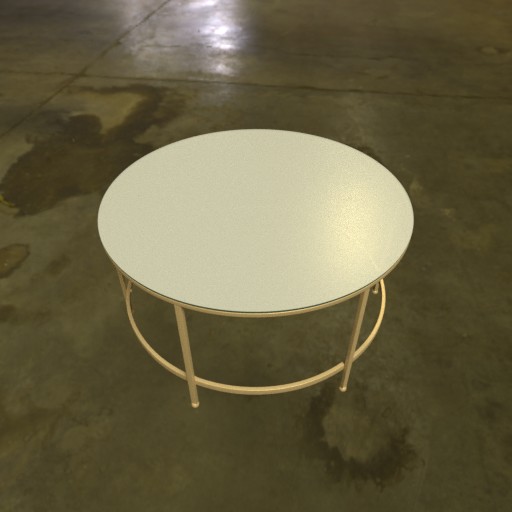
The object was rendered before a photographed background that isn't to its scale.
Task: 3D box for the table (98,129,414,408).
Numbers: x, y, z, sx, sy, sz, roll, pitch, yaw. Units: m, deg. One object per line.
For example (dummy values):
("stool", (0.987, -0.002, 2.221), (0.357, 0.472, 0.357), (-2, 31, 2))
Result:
("table", (0.000, 0.000, 1.479), (0.914, 0.470, 0.914), (0, 41, 0))
